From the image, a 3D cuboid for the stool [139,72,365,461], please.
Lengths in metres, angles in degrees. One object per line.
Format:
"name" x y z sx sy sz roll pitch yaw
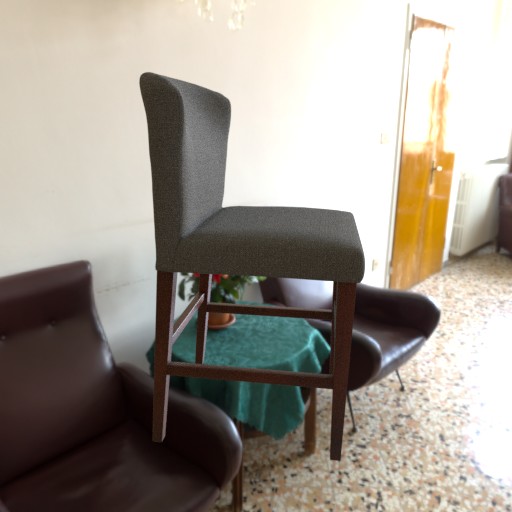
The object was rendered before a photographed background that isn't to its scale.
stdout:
"stool" 0.000 0.000 1.261 0.568 0.968 0.479 3 17 8
